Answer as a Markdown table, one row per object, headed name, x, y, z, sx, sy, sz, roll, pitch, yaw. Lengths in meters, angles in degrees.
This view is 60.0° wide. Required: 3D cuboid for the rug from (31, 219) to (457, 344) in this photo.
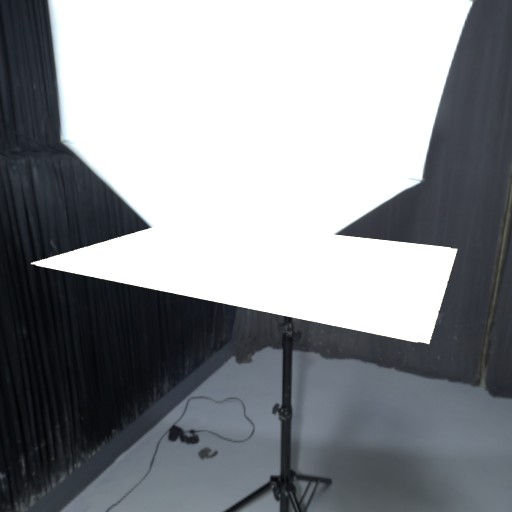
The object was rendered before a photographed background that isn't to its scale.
| name | x | y | z | sx | sy | sz | roll | pitch | yaw |
| --- | --- | --- | --- | --- | --- | --- | --- | --- | --- |
| rug | 0.000 | 0.000 | 2.790 | 2.233 | 0.011 | 1.514 | 8 | 18 | 26 |
